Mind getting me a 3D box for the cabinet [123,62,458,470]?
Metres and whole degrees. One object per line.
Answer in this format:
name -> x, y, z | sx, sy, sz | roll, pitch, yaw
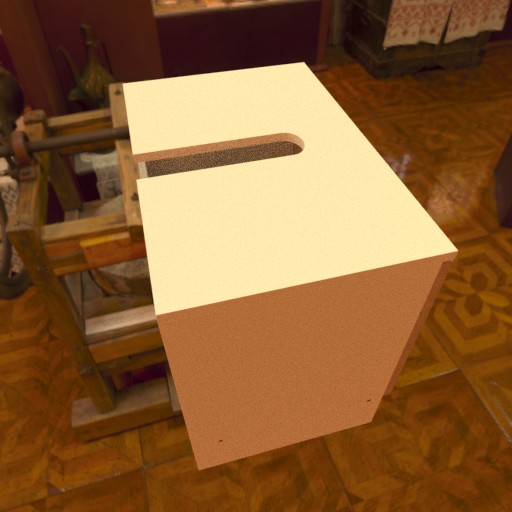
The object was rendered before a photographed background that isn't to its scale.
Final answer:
cabinet -> 0.000, 0.000, 0.929 | 0.400, 0.522, 0.600 | -11, 47, -10
